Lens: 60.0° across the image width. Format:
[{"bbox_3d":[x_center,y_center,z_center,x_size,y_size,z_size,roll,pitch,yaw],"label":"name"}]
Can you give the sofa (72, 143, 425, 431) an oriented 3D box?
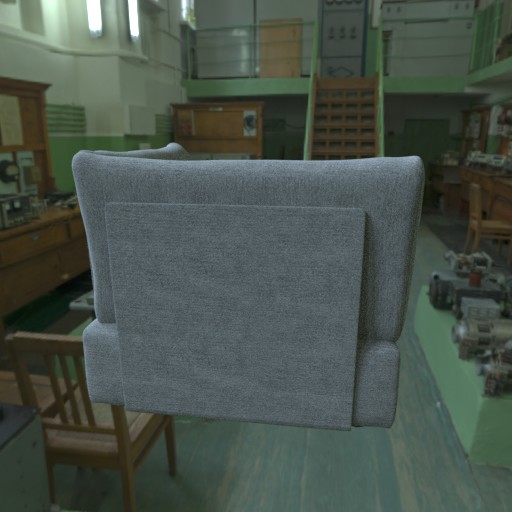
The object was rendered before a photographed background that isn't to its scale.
[{"bbox_3d":[0.000,0.000,1.704,1.000,0.820,1.000,2,16,8],"label":"sofa"}]
